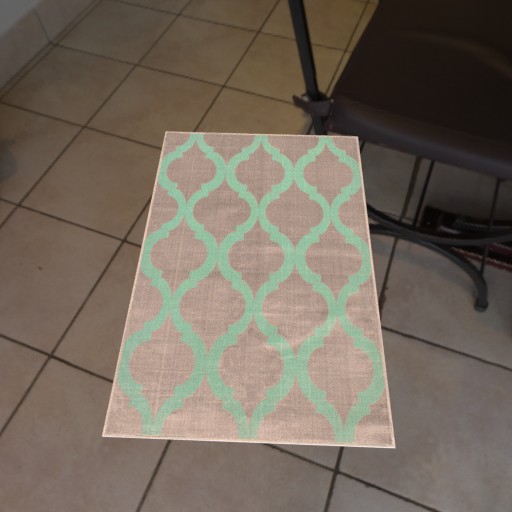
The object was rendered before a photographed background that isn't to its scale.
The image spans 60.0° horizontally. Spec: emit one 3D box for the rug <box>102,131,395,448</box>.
[{"bbox_3d":[0.000,0.000,2.909,1.524,0.006,2.286,2,58,1],"label":"rug"}]
